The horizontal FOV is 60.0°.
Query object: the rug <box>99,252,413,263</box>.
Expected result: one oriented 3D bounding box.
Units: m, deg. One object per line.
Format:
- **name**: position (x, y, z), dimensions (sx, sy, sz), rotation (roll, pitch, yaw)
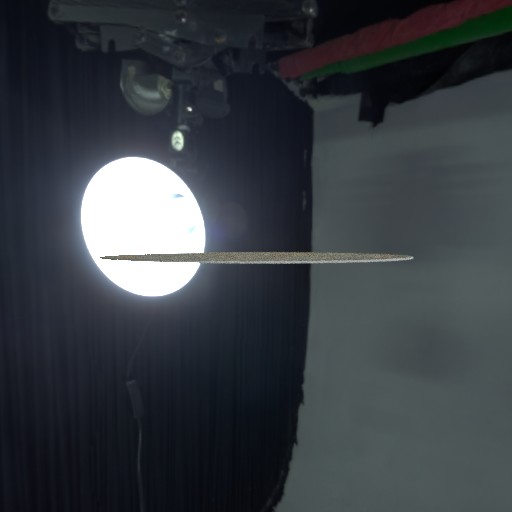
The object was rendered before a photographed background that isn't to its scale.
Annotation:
- **rug**: position (0.000, 0.000, 2.388), dimensions (1.598, 0.010, 1.598), rotation (0, 2, 0)
